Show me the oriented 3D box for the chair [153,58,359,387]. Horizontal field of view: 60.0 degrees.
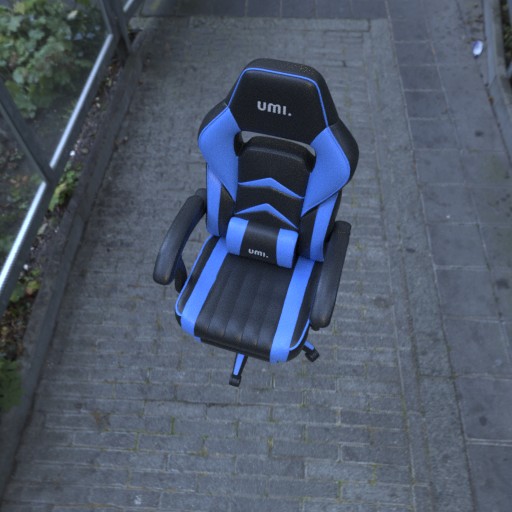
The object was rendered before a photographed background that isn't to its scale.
[{"bbox_3d":[0.000,0.000,1.740,0.700,1.280,0.700,14,59,9],"label":"chair"}]
